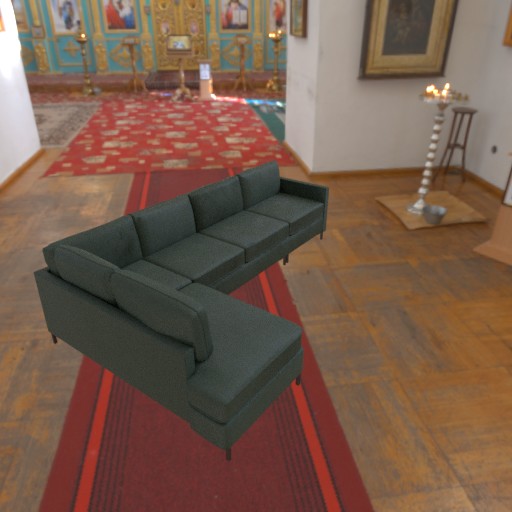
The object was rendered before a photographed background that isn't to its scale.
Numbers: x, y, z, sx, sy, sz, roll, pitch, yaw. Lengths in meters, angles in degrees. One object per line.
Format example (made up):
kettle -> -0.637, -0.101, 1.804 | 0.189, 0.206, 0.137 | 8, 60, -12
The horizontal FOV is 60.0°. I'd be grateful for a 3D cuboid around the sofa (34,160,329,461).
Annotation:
sofa -> 0.000, 0.000, 4.322 | 2.048, 0.996, 3.384 | 19, 33, 32
